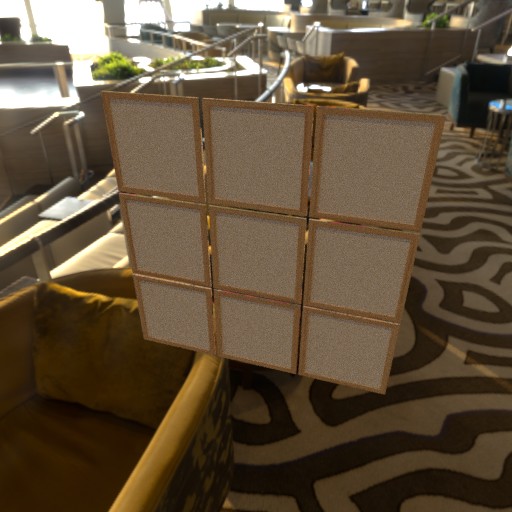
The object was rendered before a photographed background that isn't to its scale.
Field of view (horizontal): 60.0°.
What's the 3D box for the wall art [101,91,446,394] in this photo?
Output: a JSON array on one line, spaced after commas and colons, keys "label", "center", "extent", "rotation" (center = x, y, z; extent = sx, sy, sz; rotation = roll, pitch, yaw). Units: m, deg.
[{"label": "wall art", "center": [0.000, 0.000, 2.284], "extent": [1.519, 1.534, 0.013], "rotation": [9, 33, 15]}]
